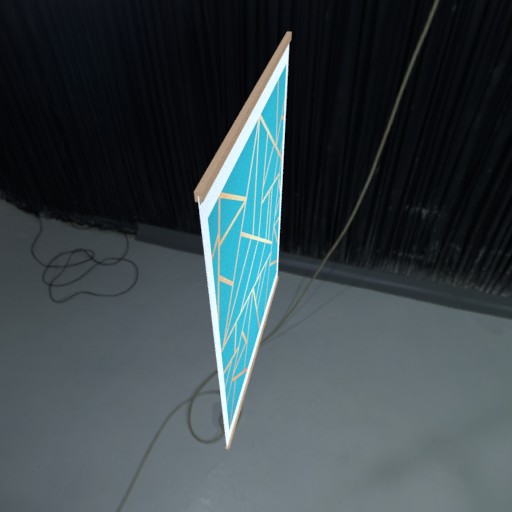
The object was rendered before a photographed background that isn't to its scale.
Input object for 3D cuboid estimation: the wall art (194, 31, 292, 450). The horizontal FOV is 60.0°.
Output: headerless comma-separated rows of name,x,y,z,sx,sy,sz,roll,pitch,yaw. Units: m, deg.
wall art,0.000,0.000,1.323,0.013,1.016,0.758,10,46,10
